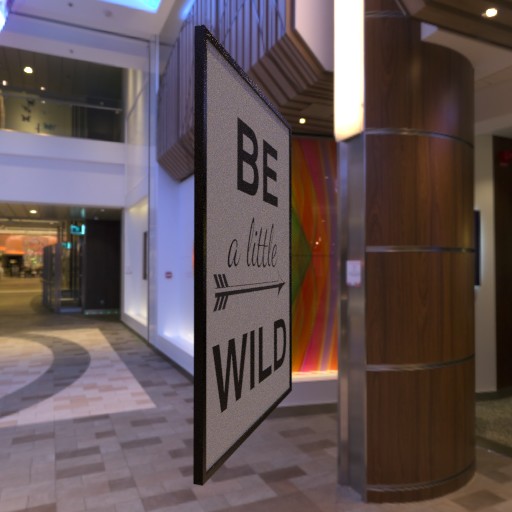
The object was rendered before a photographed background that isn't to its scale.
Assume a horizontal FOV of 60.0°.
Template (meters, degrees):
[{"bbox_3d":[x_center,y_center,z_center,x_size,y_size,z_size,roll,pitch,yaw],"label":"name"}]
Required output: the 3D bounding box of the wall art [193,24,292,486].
[{"bbox_3d":[0.000,0.000,0.770,0.013,0.582,0.442,0,-1,19],"label":"wall art"}]
